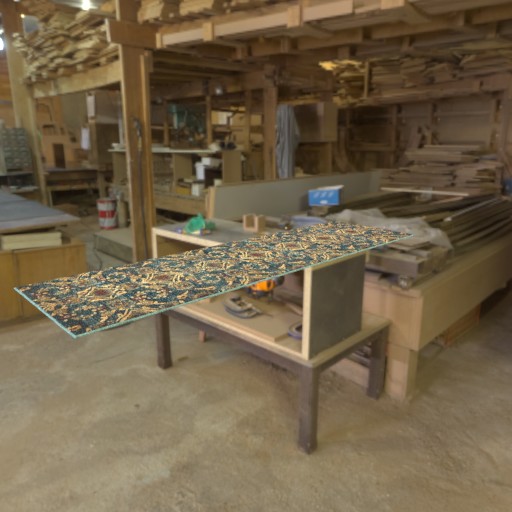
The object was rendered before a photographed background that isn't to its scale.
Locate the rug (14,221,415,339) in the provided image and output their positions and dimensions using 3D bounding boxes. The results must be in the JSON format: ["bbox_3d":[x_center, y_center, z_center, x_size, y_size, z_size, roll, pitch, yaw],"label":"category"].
[{"bbox_3d":[0.000,0.000,2.472,2.292,0.014,0.685,-14,21,-41],"label":"rug"}]
